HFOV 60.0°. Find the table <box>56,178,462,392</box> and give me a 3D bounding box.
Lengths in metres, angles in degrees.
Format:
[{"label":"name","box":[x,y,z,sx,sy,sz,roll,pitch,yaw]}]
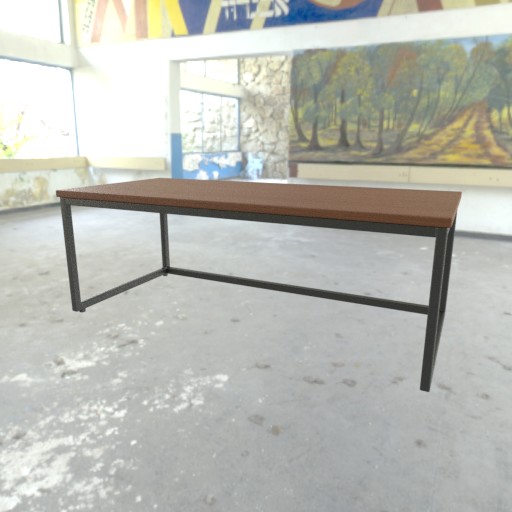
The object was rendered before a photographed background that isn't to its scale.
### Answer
[{"label":"table","box":[0.000,0.000,1.368,1.100,0.400,0.500,7,16,25]}]
